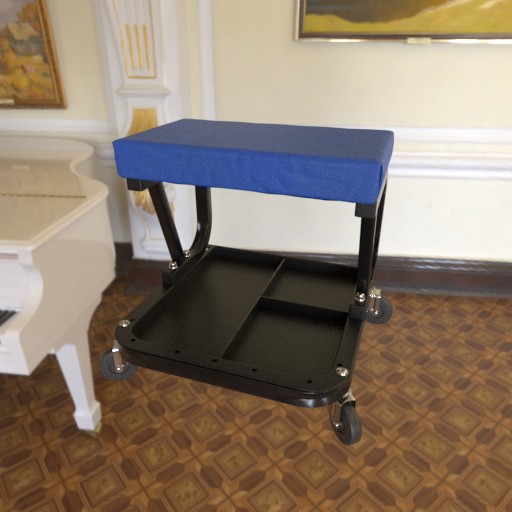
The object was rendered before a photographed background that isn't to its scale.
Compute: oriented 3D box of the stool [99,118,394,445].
[{"bbox_3d":[0.000,0.000,0.716,0.446,0.380,0.371,9,27,17],"label":"stool"}]
